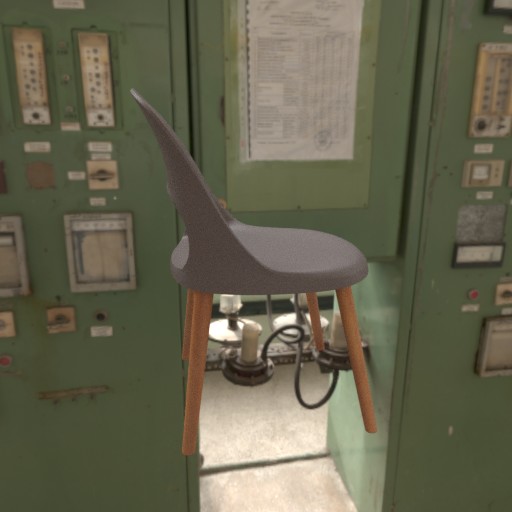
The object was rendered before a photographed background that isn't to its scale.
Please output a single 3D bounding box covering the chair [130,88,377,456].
[{"bbox_3d":[0.000,0.000,1.136,0.556,0.794,0.470,-3,16,-9],"label":"chair"}]
